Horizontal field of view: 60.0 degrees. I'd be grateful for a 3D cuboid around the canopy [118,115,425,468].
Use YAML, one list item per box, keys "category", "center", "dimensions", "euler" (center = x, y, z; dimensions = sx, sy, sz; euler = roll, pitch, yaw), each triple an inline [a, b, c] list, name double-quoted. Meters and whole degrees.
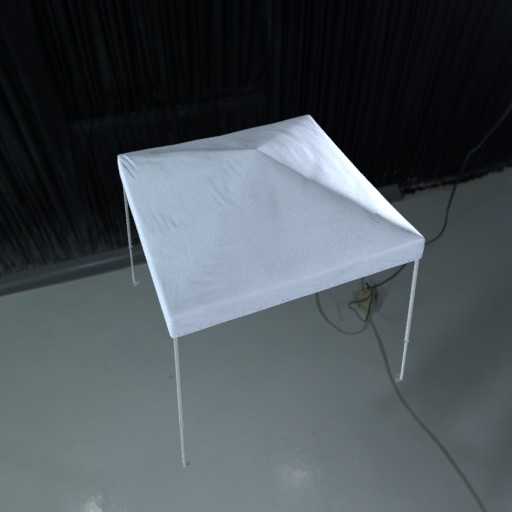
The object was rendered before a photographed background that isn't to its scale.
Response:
- category: "canopy"
  center: [0.000, 0.000, 6.422]
  dimensions: [3.599, 3.600, 3.600]
  euler: [-16, 49, -15]
